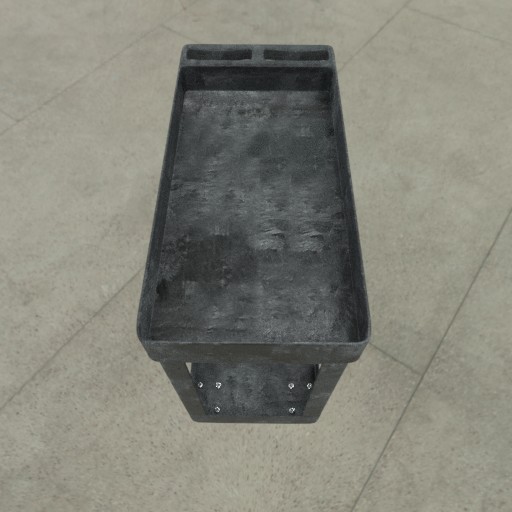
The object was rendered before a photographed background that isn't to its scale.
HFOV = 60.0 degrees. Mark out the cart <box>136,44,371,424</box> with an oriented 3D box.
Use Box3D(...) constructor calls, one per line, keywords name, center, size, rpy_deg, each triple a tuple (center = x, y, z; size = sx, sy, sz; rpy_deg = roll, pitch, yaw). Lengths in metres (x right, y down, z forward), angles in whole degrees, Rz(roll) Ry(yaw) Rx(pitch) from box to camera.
Box3D(name="cart", center=(0.000, 0.000, 1.346), size=(0.420, 0.824, 0.877), rpy_deg=(1, 58, 0))
